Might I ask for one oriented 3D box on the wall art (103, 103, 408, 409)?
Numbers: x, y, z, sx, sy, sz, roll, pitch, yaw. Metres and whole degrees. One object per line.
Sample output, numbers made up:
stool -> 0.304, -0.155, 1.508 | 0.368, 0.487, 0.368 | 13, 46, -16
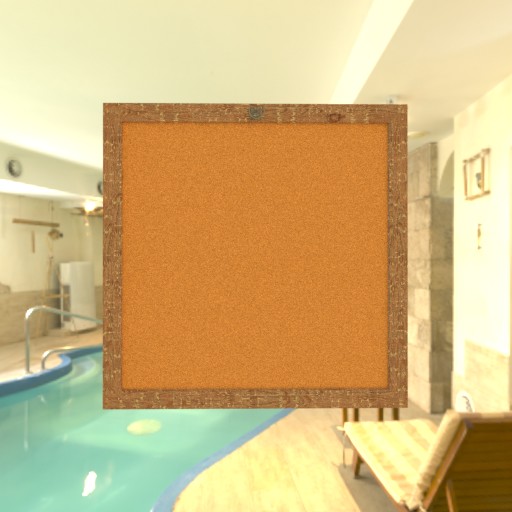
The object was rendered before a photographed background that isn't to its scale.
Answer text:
wall art -> 0.000, 0.000, 0.555 | 0.380, 0.380, 0.022 | 0, 0, -1
